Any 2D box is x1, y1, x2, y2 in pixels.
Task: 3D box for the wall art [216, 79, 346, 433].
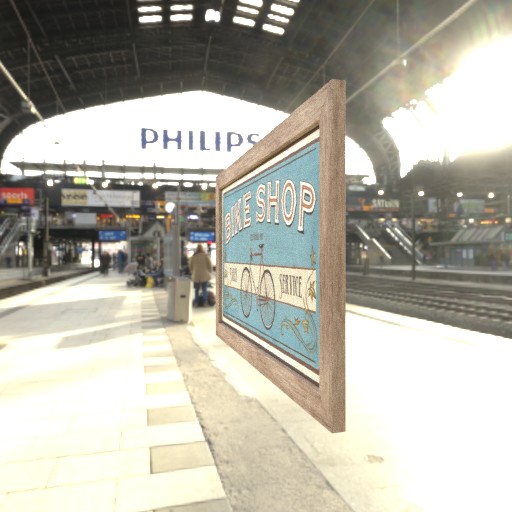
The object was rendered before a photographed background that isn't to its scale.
[{"bbox_3d":[0.000,0.000,0.975,0.021,0.480,0.780,0,0,-17],"label":"wall art"}]
